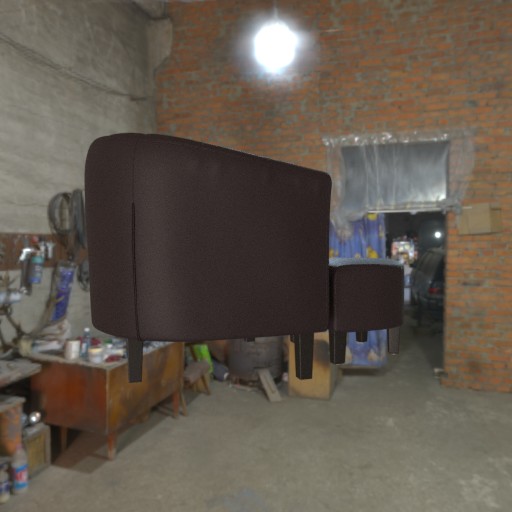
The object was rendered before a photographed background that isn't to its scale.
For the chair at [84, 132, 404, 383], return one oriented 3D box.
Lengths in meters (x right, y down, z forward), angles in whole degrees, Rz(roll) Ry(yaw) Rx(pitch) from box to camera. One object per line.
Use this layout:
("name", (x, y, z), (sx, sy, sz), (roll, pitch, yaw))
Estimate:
("chair", (0.000, 0.000, 1.653), (1.191, 0.760, 0.763), (0, 1, -18))
